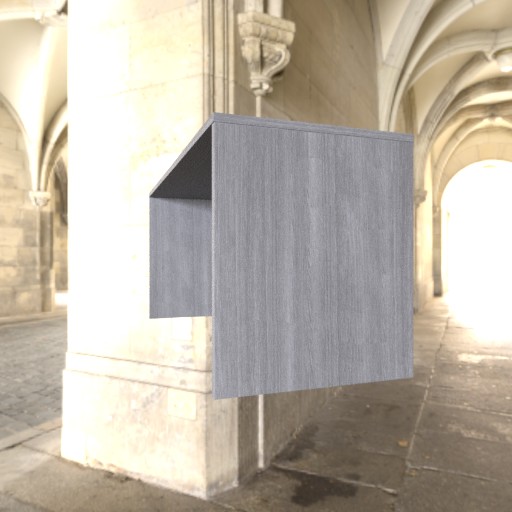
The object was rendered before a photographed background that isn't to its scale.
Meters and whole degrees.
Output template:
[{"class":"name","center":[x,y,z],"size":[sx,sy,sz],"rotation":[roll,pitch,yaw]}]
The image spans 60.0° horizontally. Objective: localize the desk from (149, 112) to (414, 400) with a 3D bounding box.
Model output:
[{"class":"desk","center":[0.000,0.000,2.042],"size":[0.802,0.750,1.600],"rotation":[0,0,-19]}]
